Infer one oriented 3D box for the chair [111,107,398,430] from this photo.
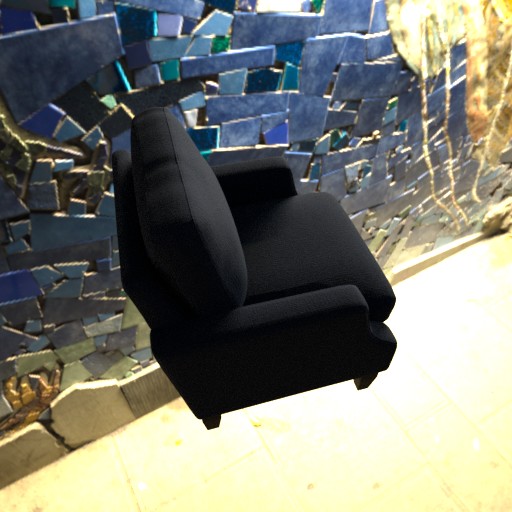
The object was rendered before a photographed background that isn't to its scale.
[{"bbox_3d":[0.000,0.000,1.671,0.897,0.991,0.855,-11,47,-10],"label":"chair"}]
